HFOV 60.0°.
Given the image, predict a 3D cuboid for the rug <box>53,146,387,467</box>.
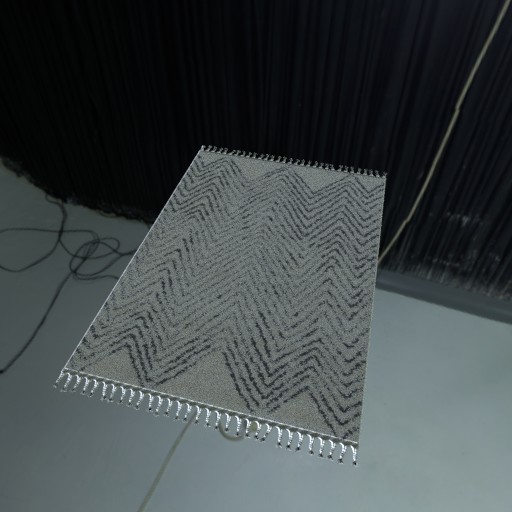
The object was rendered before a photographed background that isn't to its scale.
[{"bbox_3d":[0.000,0.000,2.288,1.230,0.014,1.847,11,47,10],"label":"rug"}]
